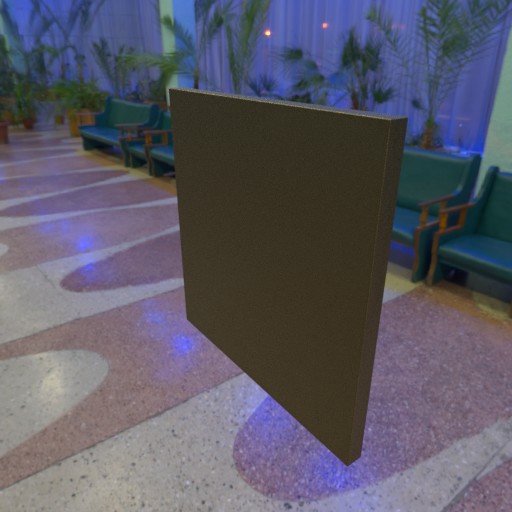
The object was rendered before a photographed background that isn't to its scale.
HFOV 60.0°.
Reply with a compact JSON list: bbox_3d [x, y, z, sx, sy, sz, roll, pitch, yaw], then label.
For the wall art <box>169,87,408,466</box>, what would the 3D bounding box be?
[{"bbox_3d":[0.000,0.000,0.752,0.031,0.506,0.503,-17,30,-33],"label":"wall art"}]
